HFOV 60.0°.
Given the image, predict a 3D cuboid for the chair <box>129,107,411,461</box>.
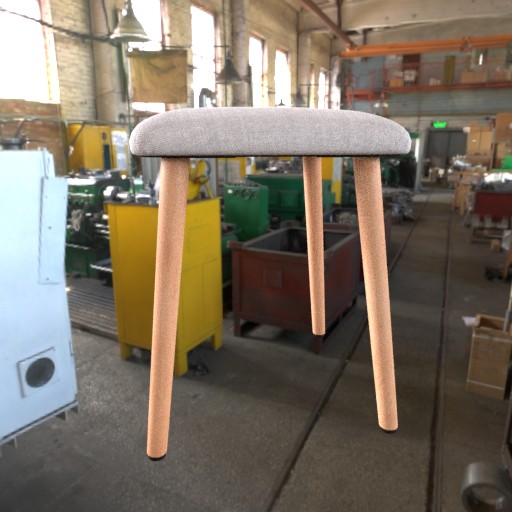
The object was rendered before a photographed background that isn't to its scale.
[{"bbox_3d":[0.000,0.000,0.701,0.350,0.440,0.350,-2,15,-10],"label":"chair"}]
